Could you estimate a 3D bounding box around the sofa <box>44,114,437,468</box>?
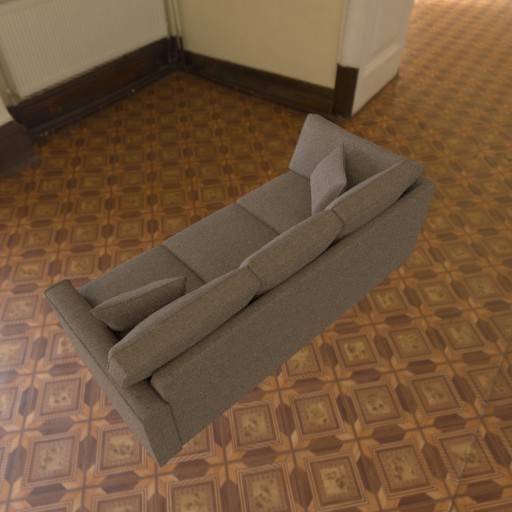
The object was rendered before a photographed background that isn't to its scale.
[{"bbox_3d":[0.000,0.000,2.843,2.317,0.962,1.061,-33,54,-28],"label":"sofa"}]
